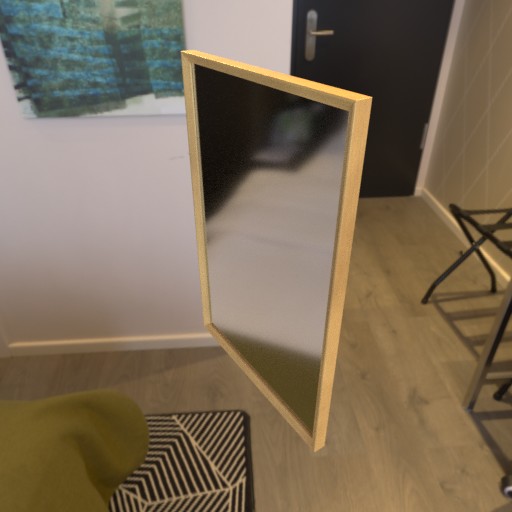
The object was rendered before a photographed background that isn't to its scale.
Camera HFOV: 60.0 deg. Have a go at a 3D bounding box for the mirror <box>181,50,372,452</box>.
[{"bbox_3d":[0.000,0.000,1.158,0.041,0.915,0.609,-20,38,-28],"label":"mirror"}]
